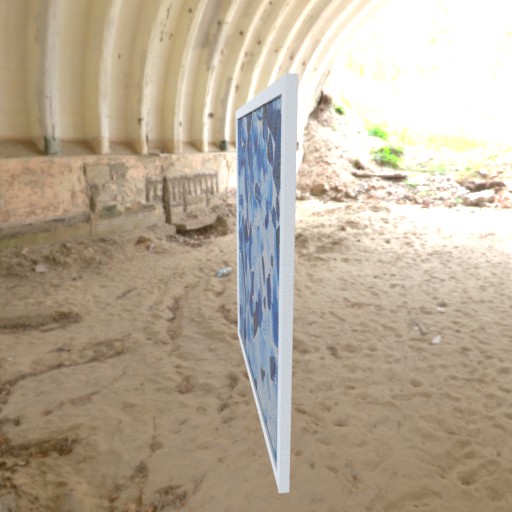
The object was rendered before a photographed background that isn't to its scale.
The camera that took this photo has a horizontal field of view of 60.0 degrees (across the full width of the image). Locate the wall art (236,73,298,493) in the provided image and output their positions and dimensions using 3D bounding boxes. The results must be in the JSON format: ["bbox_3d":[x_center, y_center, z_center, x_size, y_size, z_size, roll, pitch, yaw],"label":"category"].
[{"bbox_3d":[0.000,0.000,0.682,0.012,0.457,0.457,-2,14,-8],"label":"wall art"}]
